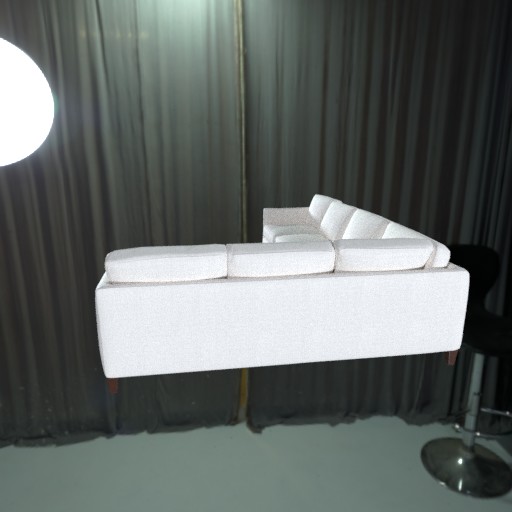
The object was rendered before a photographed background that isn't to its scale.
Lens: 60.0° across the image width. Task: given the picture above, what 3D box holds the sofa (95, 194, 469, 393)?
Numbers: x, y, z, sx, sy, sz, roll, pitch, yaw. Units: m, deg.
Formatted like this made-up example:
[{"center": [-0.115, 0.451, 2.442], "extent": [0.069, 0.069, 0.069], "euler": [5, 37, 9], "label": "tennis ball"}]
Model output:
[{"center": [0.000, 0.000, 4.542], "extent": [2.593, 0.947, 3.302], "euler": [-2, 15, -9], "label": "sofa"}]
